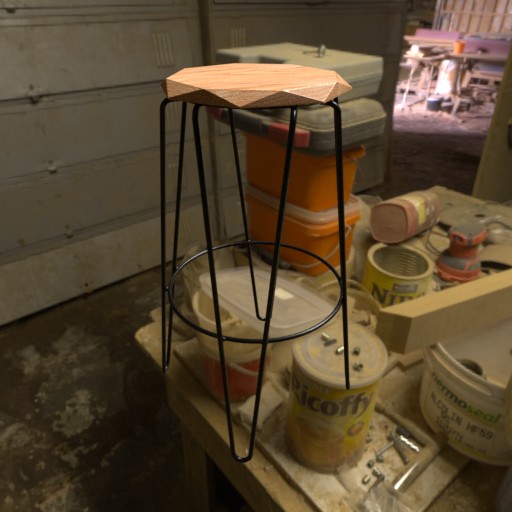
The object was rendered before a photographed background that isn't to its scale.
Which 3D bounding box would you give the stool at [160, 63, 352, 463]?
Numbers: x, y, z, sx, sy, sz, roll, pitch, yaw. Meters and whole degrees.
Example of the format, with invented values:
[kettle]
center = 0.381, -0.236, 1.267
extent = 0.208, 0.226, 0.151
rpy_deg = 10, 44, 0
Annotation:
[stool]
center = 0.000, 0.000, 0.797
extent = 0.326, 0.610, 0.326
rpy_deg = -22, 37, -32
